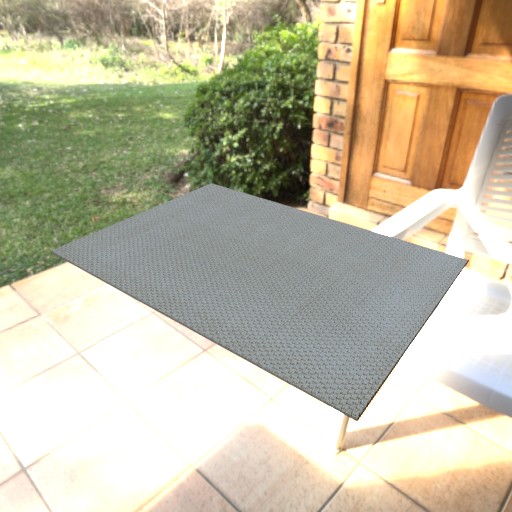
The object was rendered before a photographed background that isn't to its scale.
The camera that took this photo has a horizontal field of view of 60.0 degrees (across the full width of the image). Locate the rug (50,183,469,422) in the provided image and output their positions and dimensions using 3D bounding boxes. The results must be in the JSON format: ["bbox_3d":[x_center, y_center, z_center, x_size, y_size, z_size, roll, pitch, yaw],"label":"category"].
[{"bbox_3d":[0.000,0.000,2.773,2.144,0.013,1.509,21,36,32],"label":"rug"}]
